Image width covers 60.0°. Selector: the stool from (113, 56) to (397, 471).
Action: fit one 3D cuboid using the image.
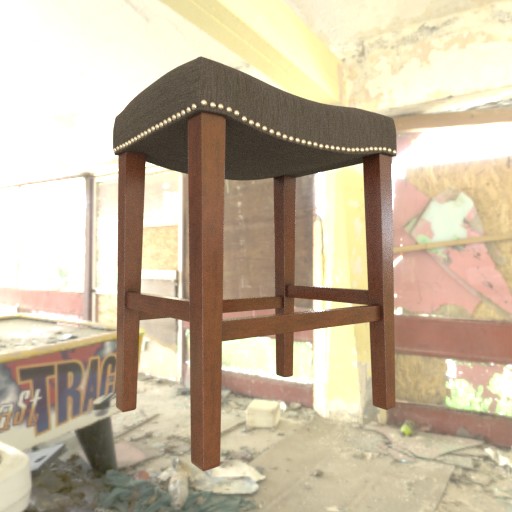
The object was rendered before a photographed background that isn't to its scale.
[{"bbox_3d":[0.000,0.000,0.955,0.504,0.654,0.372,0,-1,-37],"label":"stool"}]
